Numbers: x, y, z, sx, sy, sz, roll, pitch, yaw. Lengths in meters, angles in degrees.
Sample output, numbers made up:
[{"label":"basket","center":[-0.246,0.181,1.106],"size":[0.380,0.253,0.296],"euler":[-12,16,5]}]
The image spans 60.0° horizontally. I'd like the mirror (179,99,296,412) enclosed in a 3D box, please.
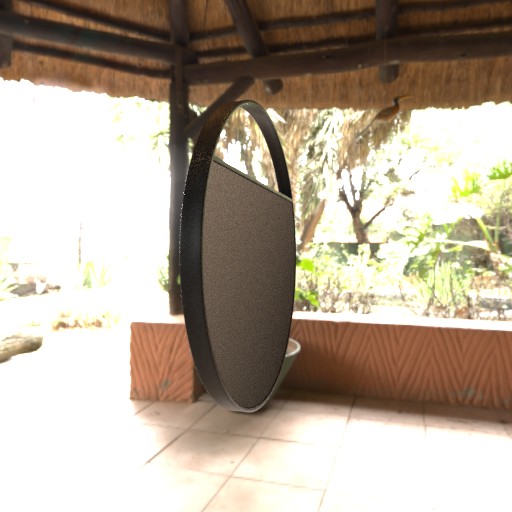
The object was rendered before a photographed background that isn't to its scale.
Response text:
[{"label":"mirror","center":[0.000,0.000,0.850],"size":[0.032,0.565,0.565],"euler":[0,0,18]}]
